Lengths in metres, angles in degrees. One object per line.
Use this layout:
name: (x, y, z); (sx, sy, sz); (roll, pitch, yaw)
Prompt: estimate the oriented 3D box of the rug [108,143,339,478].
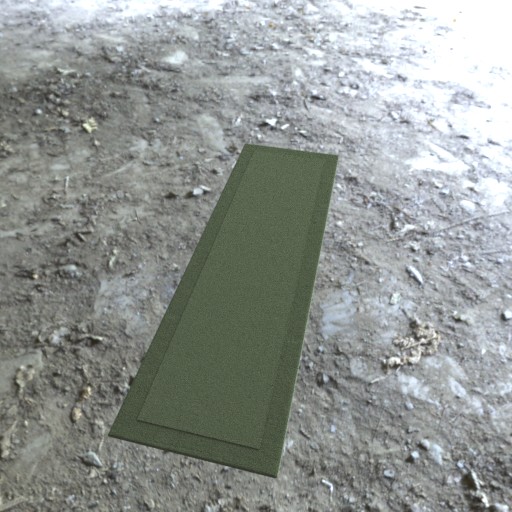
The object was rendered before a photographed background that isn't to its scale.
rug: (0.000, 0.000, 2.696); (0.759, 0.012, 2.430); (10, 47, 9)
